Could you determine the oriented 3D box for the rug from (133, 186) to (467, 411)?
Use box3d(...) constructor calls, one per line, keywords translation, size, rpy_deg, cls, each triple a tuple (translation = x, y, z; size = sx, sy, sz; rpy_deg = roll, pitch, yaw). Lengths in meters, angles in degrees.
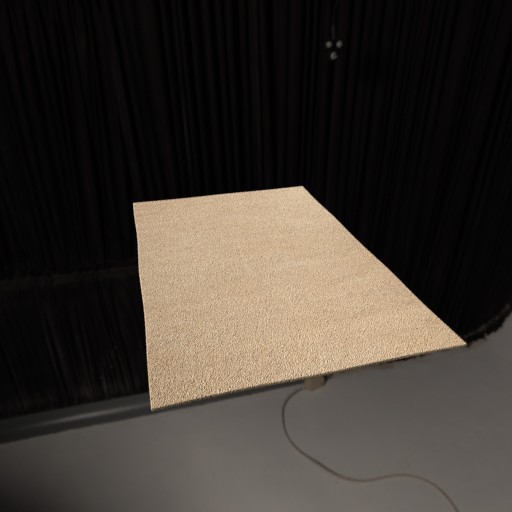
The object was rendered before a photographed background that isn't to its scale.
box3d(translation=(0.000, 0.000, 3.504), size=(1.800, 0.025, 2.699), rpy_deg=(-8, 30, -13), cls="rug")
